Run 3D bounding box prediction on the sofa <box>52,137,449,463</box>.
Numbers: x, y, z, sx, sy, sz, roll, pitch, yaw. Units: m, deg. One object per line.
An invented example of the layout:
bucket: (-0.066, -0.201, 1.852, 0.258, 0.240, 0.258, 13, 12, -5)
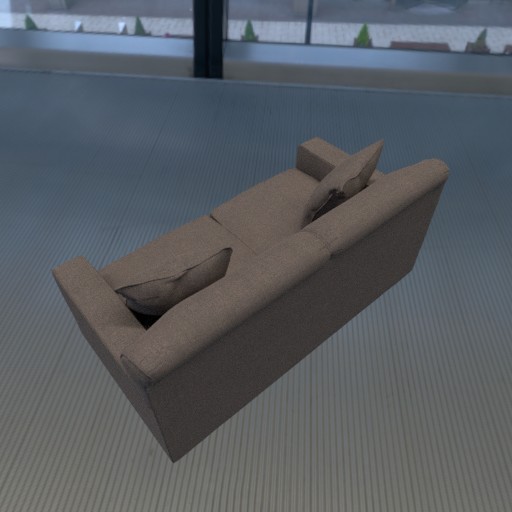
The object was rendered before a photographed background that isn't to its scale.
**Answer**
sofa: (0.000, 0.000, 2.416, 1.846, 0.958, 1.000, -32, 54, -27)
